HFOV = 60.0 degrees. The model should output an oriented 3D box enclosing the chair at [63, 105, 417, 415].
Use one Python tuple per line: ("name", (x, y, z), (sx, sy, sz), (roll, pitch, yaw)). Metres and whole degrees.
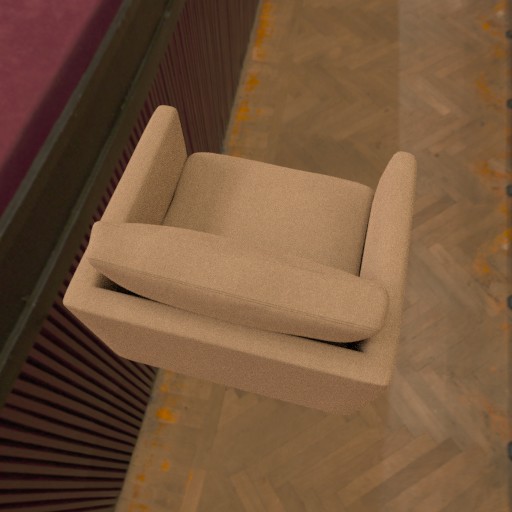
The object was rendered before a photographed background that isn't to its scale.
("chair", (0.000, 0.000, 1.825), (1.107, 0.961, 0.959), (13, 64, 6))
